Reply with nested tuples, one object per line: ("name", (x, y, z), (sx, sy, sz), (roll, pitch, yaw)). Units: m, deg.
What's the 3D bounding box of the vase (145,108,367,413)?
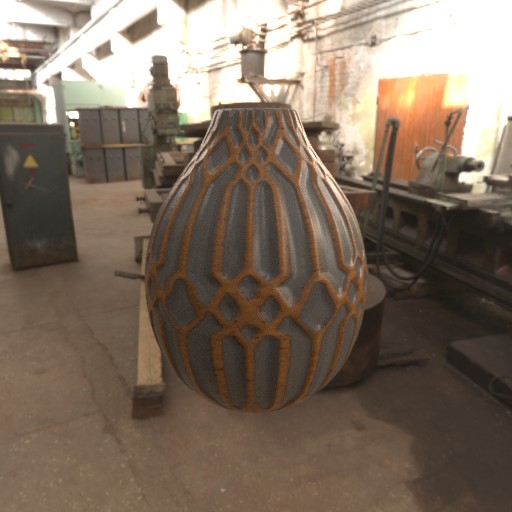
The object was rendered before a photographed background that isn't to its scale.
("vase", (0.000, 0.000, 0.140), (0.069, 0.088, 0.069), (0, 16, 0))
